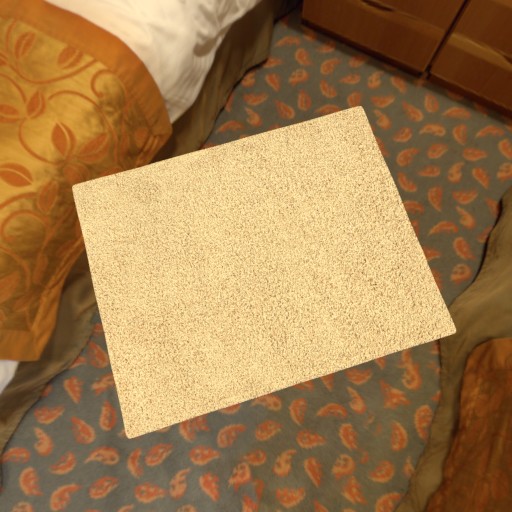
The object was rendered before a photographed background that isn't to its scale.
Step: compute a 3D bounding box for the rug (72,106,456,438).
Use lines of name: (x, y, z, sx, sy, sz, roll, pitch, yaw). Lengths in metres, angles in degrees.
rug: (0.000, 0.000, 4.182, 3.047, 0.029, 2.438, -17, 76, -4)
